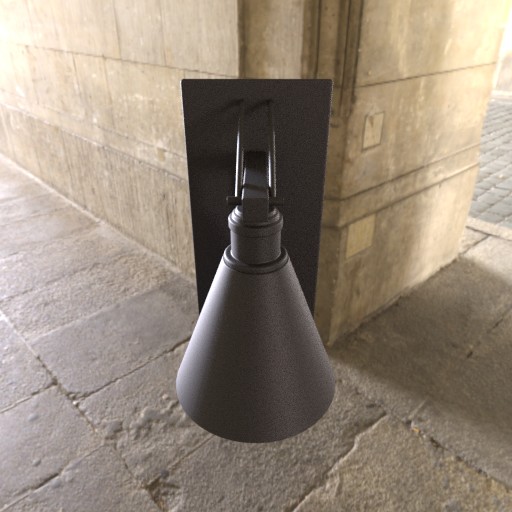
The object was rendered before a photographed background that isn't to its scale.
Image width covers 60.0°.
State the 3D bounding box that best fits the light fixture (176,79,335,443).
[{"bbox_3d":[0.000,0.000,0.428,0.170,0.298,0.207,0,29,0],"label":"light fixture"}]
